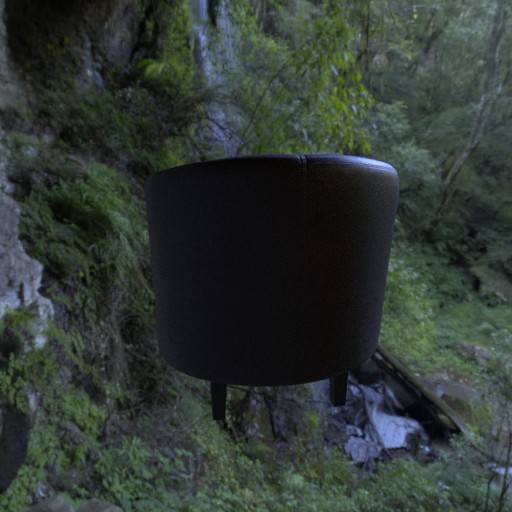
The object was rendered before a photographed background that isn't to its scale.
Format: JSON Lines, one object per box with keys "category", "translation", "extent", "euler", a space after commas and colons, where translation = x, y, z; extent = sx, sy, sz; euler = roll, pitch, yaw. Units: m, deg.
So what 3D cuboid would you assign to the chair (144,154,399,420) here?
{"category": "chair", "translation": [0.000, 0.000, 1.614], "extent": [0.737, 0.755, 1.176], "euler": [-3, 15, -10]}
